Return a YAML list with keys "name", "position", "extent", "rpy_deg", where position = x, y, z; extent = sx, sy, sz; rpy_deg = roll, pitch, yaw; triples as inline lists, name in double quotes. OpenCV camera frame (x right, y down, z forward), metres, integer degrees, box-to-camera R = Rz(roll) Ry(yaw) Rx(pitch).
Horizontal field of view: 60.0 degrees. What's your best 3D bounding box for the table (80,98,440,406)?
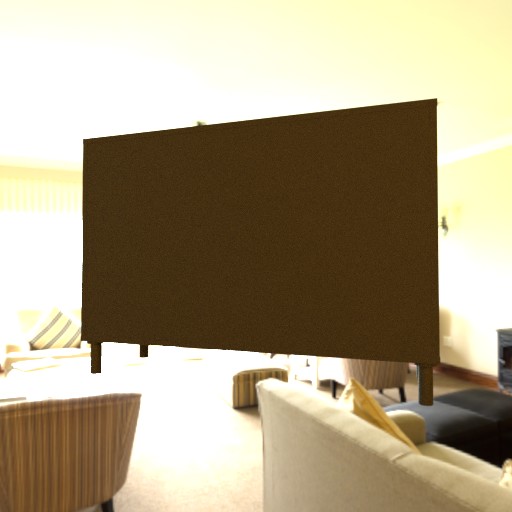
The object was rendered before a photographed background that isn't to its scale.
- name: "table"
  position: [0.000, 0.000, 1.600]
  extent: [1.200, 0.855, 0.400]
  rpy_deg: [-1, -2, 19]
